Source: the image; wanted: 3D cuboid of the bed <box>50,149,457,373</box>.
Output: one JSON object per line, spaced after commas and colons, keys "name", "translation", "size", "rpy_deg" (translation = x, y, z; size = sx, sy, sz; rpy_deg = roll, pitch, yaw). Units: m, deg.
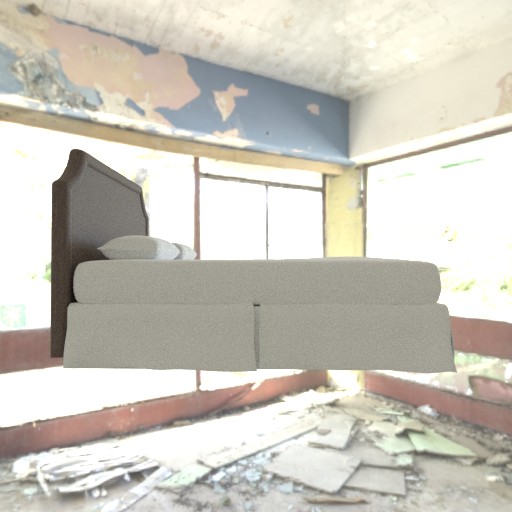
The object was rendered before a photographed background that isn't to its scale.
{"name": "bed", "translation": [0.000, 0.000, 4.091], "size": [2.773, 1.590, 2.350], "rpy_deg": [0, -1, 1]}
